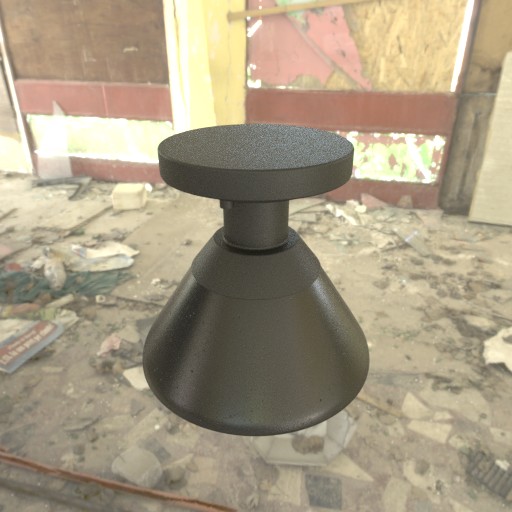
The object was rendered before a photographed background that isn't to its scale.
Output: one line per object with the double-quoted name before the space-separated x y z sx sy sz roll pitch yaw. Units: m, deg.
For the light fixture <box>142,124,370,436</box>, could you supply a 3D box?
"light fixture" 0.000 0.000 0.360 0.200 0.183 0.200 0 27 0
